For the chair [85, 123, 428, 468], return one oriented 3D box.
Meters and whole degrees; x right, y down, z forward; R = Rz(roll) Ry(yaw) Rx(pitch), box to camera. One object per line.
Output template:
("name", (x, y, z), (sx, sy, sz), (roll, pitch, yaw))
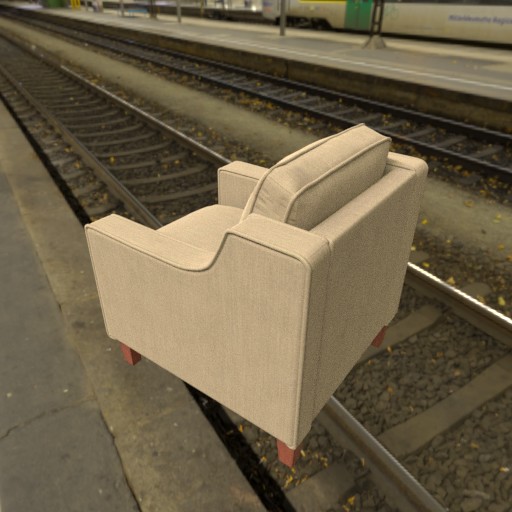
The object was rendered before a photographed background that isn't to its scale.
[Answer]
("chair", (0.000, 0.000, 1.675), (0.909, 0.960, 0.831), (21, 37, 31))
